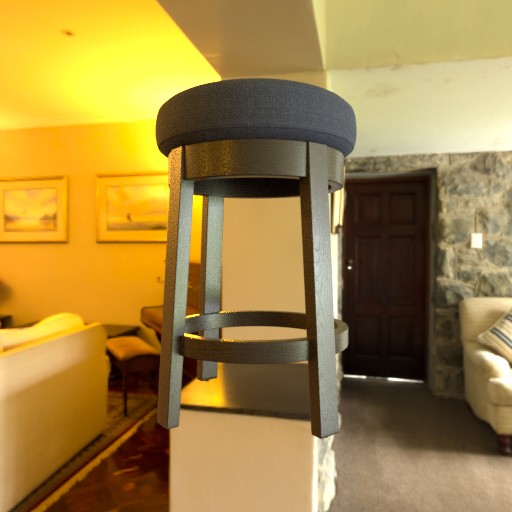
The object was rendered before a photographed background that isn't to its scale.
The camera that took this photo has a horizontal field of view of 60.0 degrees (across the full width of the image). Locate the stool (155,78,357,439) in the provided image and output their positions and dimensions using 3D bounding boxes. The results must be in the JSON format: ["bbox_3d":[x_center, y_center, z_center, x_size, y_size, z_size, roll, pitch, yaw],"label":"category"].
[{"bbox_3d":[0.000,0.000,0.974,0.449,0.655,0.449,0,1,0],"label":"stool"}]
